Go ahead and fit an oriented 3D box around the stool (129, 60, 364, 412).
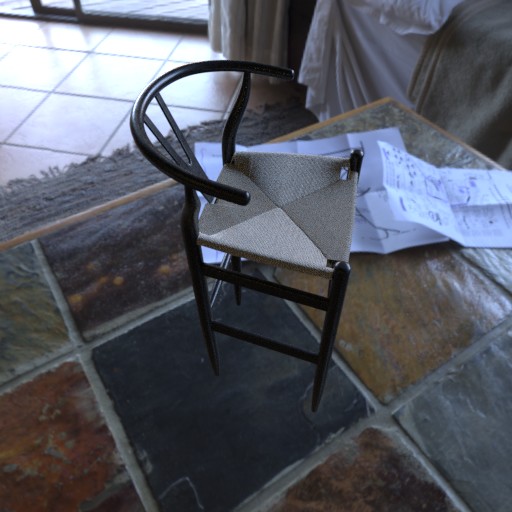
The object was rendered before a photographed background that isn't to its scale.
[{"bbox_3d":[0.000,0.000,1.432,0.579,1.072,0.569,10,49,8],"label":"stool"}]
